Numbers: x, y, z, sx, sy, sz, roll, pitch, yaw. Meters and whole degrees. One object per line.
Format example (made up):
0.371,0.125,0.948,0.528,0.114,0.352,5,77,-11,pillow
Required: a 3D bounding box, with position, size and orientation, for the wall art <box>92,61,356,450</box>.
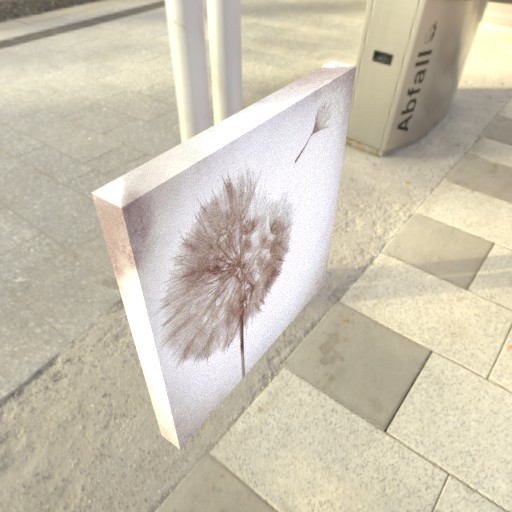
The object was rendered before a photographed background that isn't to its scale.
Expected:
0.000,0.000,0.456,0.028,0.303,0.303,26,47,26,wall art
